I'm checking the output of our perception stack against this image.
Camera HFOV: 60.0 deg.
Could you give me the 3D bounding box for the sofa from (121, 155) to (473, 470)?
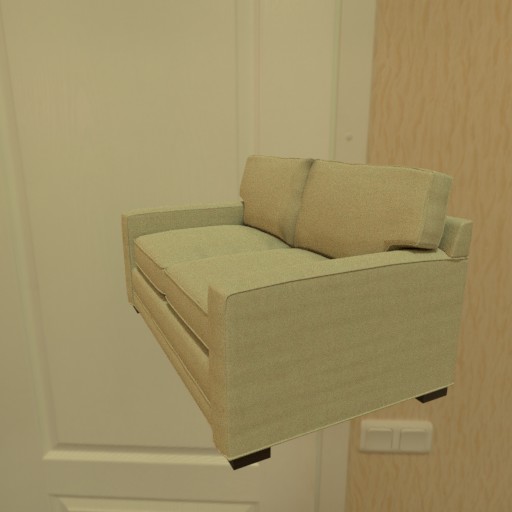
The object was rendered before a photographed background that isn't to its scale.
[{"bbox_3d":[0.000,0.000,2.011,0.942,0.853,1.484,-7,17,-25],"label":"sofa"}]
